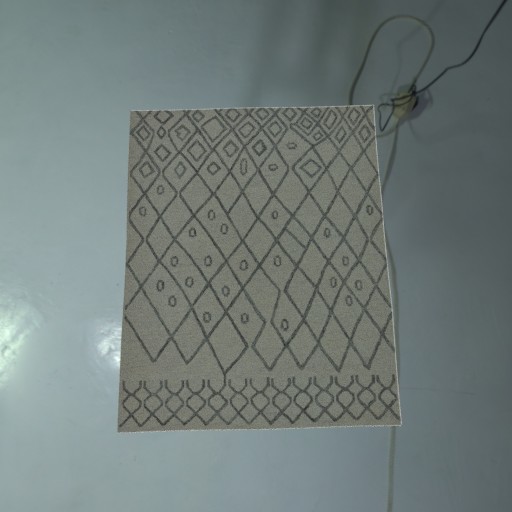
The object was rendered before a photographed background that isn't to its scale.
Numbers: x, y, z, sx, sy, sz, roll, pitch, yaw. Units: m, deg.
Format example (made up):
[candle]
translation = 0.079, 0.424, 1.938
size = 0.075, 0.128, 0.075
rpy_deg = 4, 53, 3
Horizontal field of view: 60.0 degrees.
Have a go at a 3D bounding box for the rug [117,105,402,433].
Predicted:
[rug]
translation = 0.000, 0.000, 4.121
size = 2.446, 0.015, 3.046
rpy_deg = -1, 78, 0
